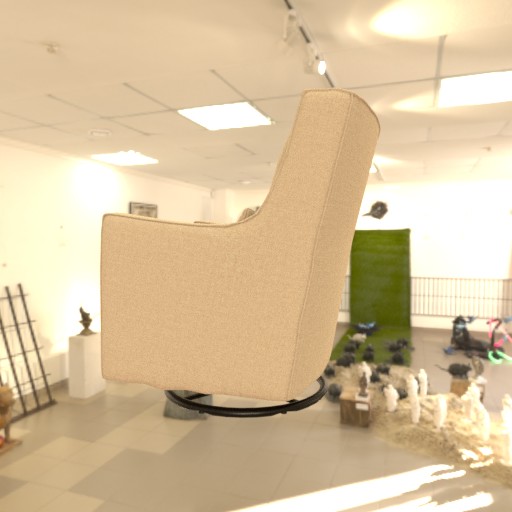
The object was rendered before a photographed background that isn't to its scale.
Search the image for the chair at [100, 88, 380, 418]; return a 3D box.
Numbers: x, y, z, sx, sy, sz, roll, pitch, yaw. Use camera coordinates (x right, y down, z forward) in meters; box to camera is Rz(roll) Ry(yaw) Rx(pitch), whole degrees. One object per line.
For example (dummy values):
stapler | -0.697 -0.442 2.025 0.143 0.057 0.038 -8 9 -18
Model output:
chair | 0.000 0.000 1.650 0.879 0.993 0.732 1 2 19
